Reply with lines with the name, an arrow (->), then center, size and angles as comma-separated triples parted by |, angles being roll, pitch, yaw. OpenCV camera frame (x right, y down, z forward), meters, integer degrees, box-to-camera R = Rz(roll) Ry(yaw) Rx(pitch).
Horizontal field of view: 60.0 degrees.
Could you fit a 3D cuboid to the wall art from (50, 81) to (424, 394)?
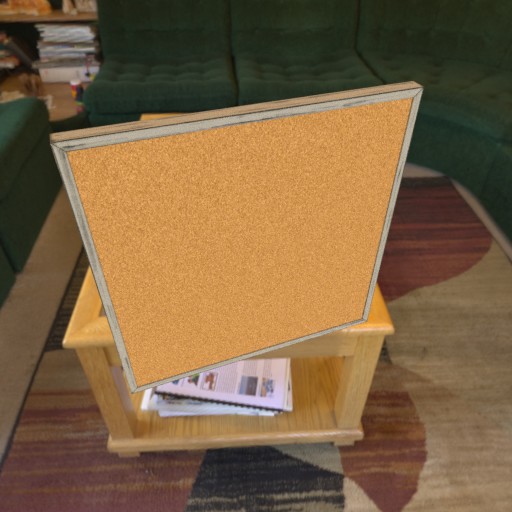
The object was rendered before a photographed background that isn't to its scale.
wall art -> 0.000, 0.000, 1.113 | 0.761, 0.761, 0.037 | -14, 42, -16
